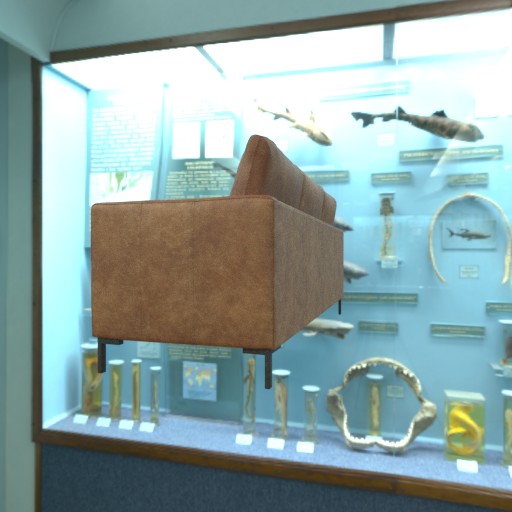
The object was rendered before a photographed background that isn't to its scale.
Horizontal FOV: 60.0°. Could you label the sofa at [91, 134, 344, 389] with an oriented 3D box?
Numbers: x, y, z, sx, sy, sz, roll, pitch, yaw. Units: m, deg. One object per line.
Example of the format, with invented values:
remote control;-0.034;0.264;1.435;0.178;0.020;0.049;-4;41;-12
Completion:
sofa;0.000;0.000;2.472;0.748;0.863;2.029;0;0;18
